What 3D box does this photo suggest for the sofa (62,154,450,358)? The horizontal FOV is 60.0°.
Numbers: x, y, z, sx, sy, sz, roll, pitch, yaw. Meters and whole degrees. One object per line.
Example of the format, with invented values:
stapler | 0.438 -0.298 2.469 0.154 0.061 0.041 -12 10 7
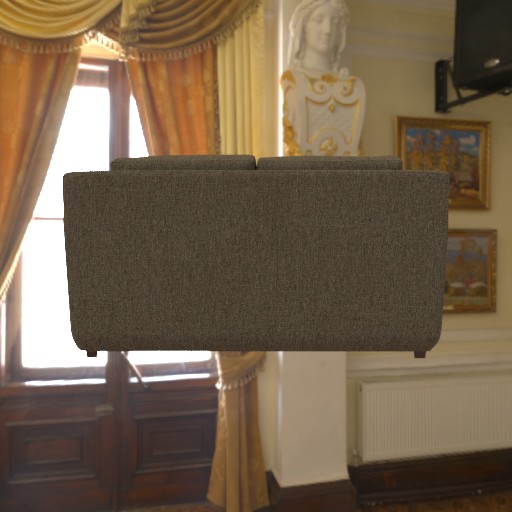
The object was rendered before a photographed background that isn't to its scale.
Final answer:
sofa | 0.000 0.000 2.496 1.778 0.991 1.120 0 -1 0
